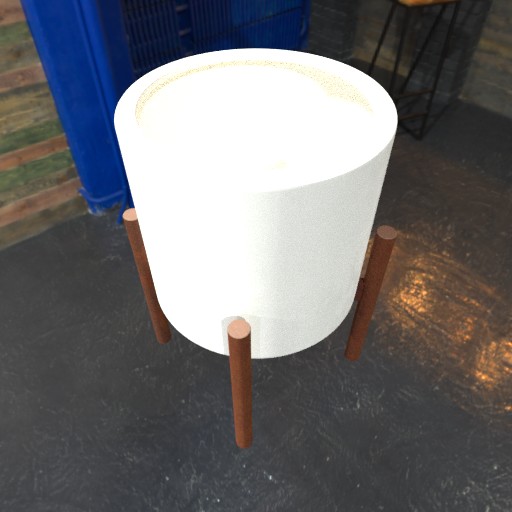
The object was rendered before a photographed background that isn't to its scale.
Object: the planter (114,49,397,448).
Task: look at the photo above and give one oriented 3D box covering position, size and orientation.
[{"bbox_3d":[0.000,0.000,0.484,0.224,0.358,0.224,-30,53,-26],"label":"planter"}]
